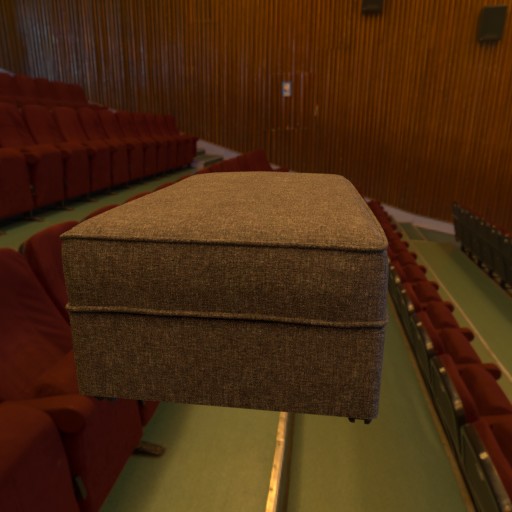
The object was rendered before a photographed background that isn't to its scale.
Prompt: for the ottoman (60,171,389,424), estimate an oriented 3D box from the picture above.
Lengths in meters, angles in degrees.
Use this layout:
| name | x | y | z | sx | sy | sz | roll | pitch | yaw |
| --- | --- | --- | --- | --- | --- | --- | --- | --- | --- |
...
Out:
| name | x | y | z | sx | sy | sz | roll | pitch | yaw |
| --- | --- | --- | --- | --- | --- | --- | --- | --- | --- |
| ottoman | 0.000 | 0.000 | 1.491 | 0.717 | 0.487 | 1.184 | 2 | 16 | 8 |
